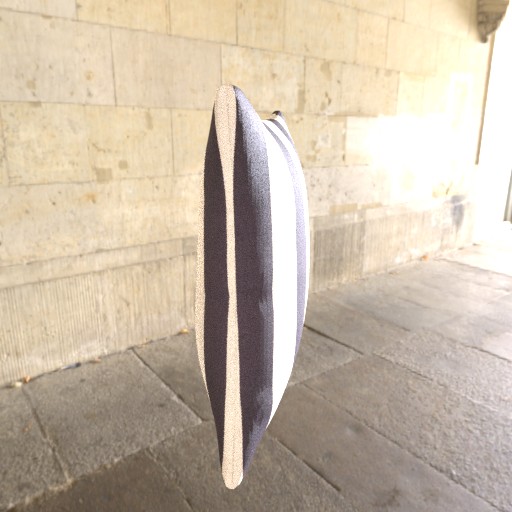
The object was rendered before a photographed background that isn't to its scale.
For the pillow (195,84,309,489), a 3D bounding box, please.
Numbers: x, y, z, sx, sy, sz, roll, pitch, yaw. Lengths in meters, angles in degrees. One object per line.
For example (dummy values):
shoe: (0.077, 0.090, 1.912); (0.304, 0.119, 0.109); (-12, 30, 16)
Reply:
pillow: (0.000, 0.000, 0.794); (0.189, 0.526, 0.536); (2, 15, 8)
